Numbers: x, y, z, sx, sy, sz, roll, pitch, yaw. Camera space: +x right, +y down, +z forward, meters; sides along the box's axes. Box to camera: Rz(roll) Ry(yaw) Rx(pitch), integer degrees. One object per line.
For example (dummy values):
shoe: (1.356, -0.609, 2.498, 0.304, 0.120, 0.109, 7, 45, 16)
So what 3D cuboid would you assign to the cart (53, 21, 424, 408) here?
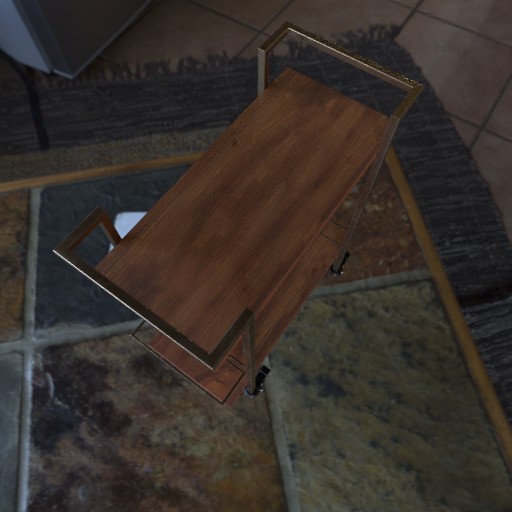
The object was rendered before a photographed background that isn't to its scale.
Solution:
cart: (0.000, 0.000, 1.164, 0.364, 0.807, 0.695, 33, 69, 15)
